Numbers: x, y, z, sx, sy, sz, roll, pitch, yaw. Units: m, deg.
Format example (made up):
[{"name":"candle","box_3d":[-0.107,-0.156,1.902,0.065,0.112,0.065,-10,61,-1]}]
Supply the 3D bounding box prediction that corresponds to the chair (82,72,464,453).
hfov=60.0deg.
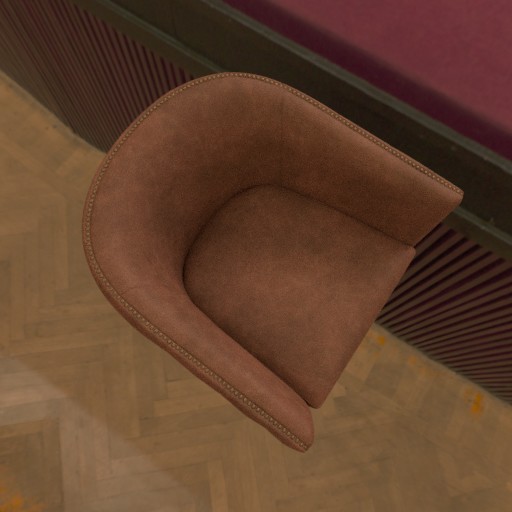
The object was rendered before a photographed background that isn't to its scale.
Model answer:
[{"name":"chair","box_3d":[0.000,0.000,1.501,0.870,0.790,0.850,34,76,9]}]
